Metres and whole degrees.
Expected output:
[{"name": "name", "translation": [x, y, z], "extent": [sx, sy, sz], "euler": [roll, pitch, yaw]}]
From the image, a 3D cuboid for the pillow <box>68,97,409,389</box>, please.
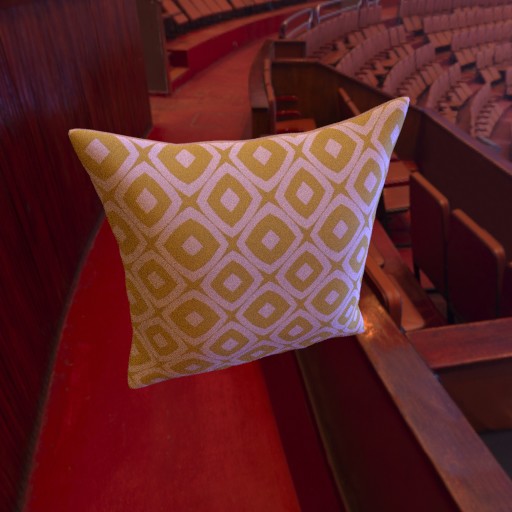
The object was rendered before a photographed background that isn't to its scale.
[{"name": "pillow", "translation": [0.000, 0.000, 0.765], "extent": [0.504, 0.494, 0.188], "euler": [-10, 35, -15]}]
